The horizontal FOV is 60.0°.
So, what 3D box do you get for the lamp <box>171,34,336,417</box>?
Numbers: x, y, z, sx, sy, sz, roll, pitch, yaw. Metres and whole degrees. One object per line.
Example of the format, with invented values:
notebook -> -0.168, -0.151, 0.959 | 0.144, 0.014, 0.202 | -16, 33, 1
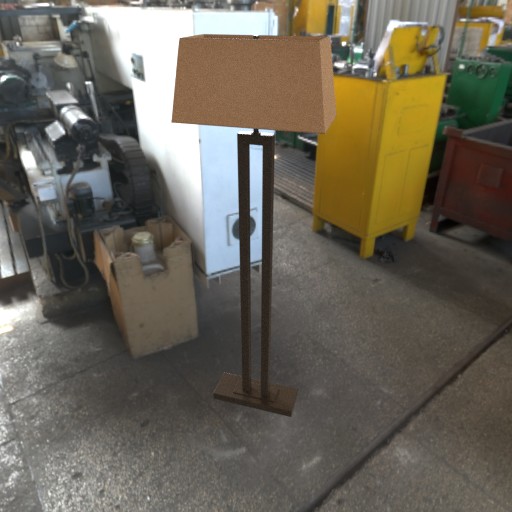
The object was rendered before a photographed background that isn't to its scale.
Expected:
lamp -> 0.000, 0.000, 1.647 | 0.475, 1.469, 0.233 | 8, 31, 14
